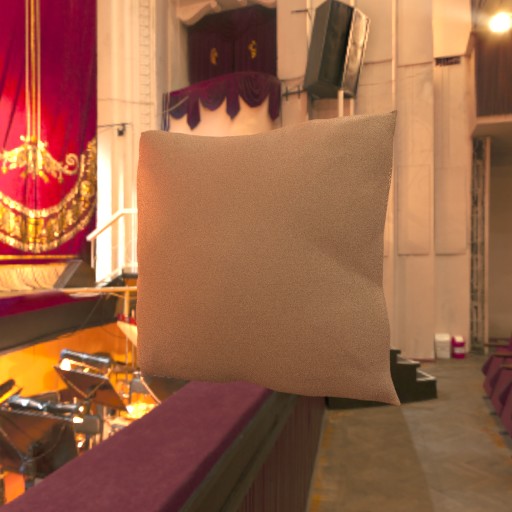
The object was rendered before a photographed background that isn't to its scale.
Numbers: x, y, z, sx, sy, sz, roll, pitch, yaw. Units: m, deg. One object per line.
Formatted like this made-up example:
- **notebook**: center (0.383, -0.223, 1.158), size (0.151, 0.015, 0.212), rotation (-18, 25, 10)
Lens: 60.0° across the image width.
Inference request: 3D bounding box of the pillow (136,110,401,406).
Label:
- **pillow**: center (0.000, 0.000, 0.726), size (0.450, 0.448, 0.245), rotation (0, 0, 19)
